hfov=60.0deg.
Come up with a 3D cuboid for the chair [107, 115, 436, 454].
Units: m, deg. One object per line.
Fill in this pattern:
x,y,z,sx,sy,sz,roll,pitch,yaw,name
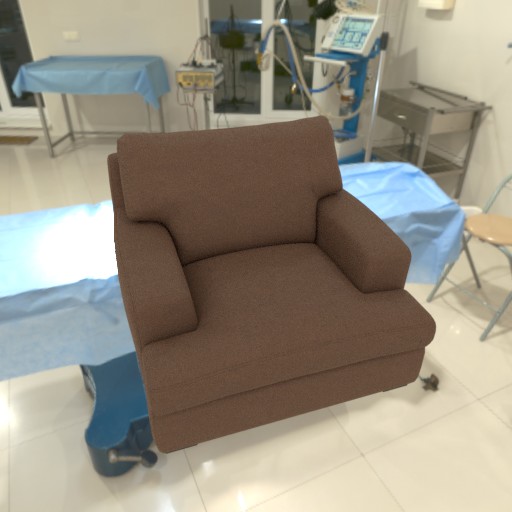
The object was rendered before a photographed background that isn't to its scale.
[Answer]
0.000,0.000,1.939,1.168,0.940,1.143,-10,34,-15,chair
